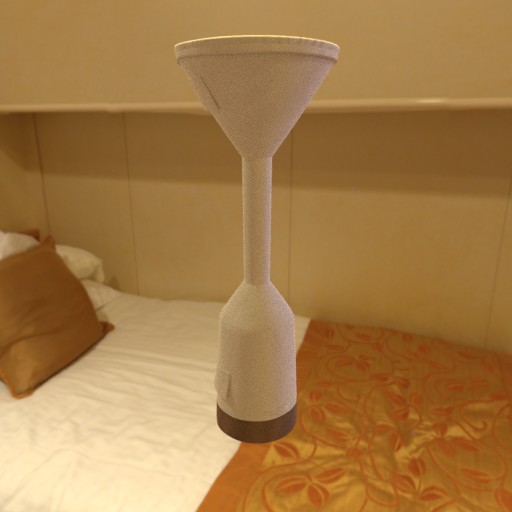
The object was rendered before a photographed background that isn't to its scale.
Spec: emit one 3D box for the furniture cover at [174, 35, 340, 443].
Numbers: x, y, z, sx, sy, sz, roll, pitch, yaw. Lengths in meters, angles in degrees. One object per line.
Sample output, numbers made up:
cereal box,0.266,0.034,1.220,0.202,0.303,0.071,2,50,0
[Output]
furniture cover,0.000,0.000,2.827,0.914,2.413,0.914,-8,19,-25
